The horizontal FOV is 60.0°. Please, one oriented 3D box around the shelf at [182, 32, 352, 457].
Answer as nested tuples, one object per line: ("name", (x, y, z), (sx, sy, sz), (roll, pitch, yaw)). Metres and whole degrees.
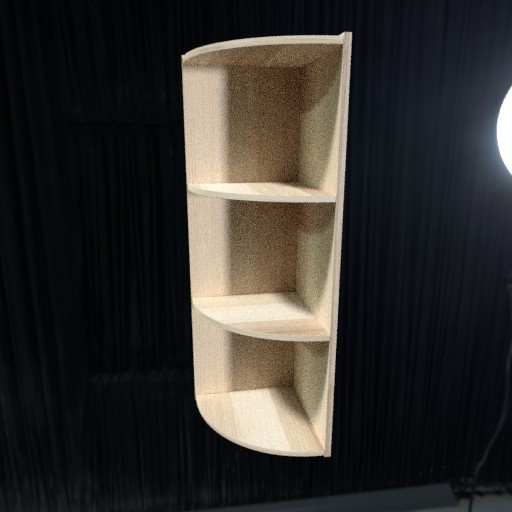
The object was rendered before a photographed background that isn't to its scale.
("shelf", (0.000, 0.000, 1.001), (0.290, 0.872, 0.290), (-3, 15, -10))
